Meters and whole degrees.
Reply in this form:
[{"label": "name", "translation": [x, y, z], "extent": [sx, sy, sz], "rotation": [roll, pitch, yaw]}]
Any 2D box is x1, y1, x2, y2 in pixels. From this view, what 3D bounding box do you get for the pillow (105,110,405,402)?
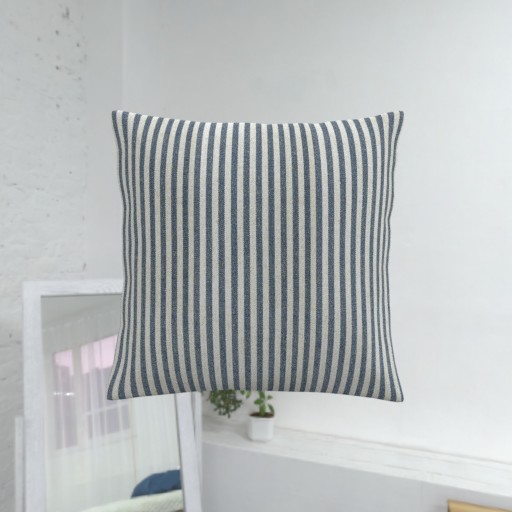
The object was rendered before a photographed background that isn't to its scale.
[{"label": "pillow", "translation": [0.000, 0.000, 0.776], "extent": [0.523, 0.510, 0.166], "rotation": [0, 0, -1]}]
